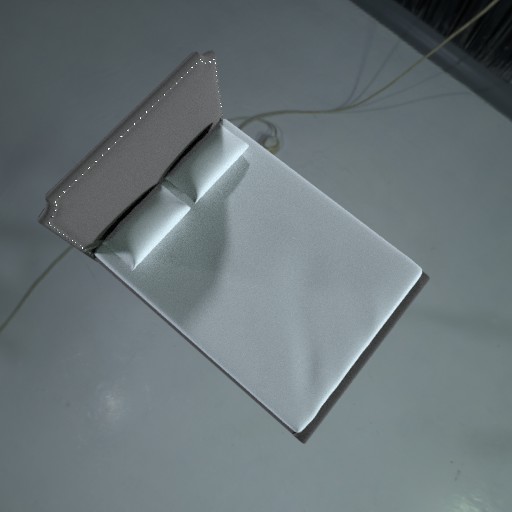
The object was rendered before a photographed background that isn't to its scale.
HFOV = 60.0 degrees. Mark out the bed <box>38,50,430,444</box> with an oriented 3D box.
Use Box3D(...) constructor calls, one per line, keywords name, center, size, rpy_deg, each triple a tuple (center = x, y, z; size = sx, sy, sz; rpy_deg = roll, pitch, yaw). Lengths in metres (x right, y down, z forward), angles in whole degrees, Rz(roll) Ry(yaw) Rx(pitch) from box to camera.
Box3D(name="bed", center=(0.000, 0.000, 3.432), size=(2.372, 1.443, 1.713), rpy_deg=(39, 79, 9))
